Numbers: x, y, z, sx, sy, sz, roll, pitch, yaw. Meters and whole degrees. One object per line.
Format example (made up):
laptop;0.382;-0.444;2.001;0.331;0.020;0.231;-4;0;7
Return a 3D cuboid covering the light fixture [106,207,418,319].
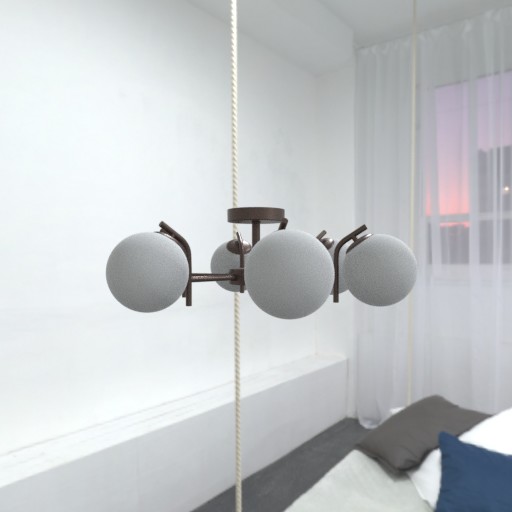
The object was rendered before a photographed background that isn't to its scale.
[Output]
light fixture;0.000;0.000;0.967;0.662;0.201;0.662;0;0;0
